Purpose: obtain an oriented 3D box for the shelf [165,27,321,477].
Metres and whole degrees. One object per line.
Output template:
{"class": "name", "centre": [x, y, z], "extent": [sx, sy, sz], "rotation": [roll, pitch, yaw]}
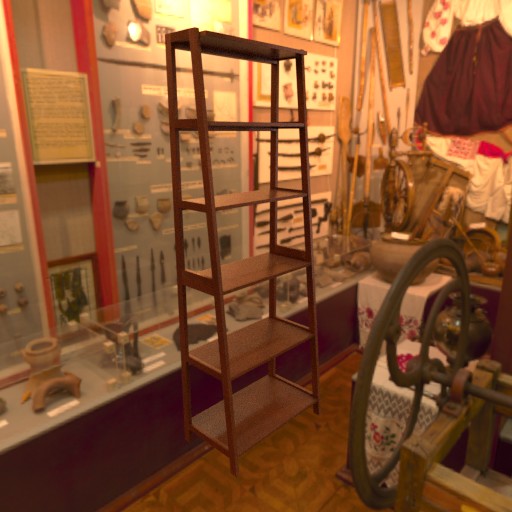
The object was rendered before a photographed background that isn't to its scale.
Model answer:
{"class": "shelf", "centre": [0.000, 0.000, 2.121], "extent": [0.382, 1.892, 0.660], "rotation": [14, 21, 42]}
